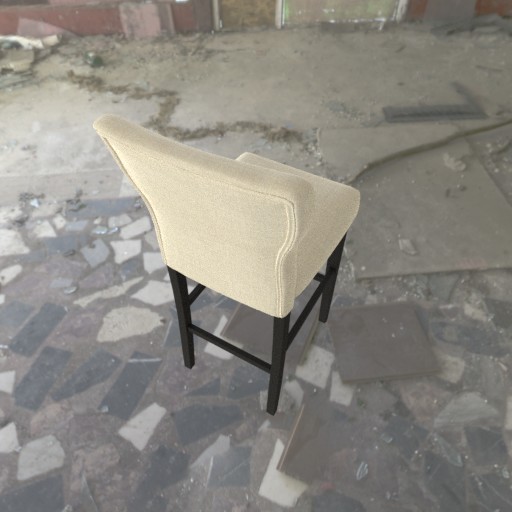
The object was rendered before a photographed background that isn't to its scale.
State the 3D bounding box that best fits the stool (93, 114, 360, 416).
[{"bbox_3d":[0.000,0.000,1.441,0.516,1.124,0.603,23,51,20],"label":"stool"}]
